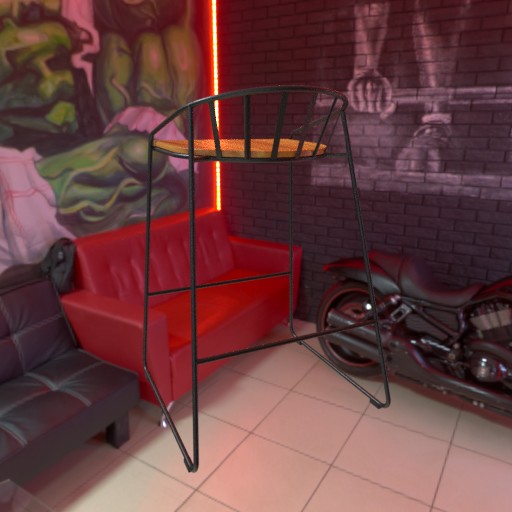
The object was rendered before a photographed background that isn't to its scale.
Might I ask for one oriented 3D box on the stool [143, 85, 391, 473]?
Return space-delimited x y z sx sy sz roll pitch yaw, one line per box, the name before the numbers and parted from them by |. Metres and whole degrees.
stool | 0.000 0.000 1.174 0.546 0.812 0.521 -8 18 -25
